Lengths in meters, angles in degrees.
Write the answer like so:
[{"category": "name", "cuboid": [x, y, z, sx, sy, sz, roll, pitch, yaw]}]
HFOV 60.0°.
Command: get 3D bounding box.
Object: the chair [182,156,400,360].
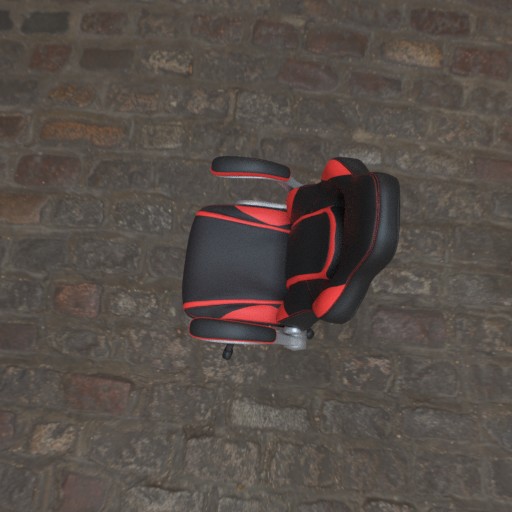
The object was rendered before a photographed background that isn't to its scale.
[{"category": "chair", "cuboid": [0.000, 0.000, 1.626, 0.712, 1.165, 0.758, 6, 76, 1]}]
